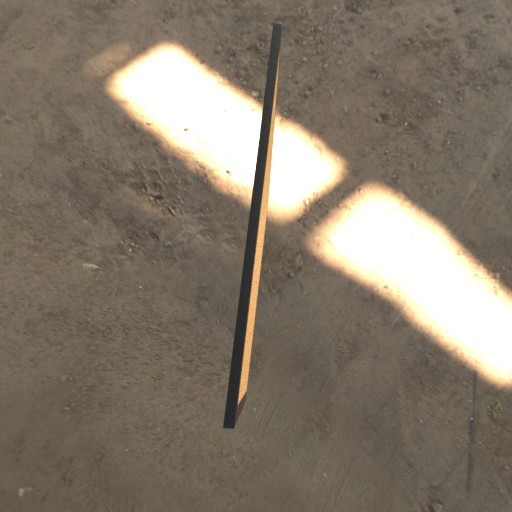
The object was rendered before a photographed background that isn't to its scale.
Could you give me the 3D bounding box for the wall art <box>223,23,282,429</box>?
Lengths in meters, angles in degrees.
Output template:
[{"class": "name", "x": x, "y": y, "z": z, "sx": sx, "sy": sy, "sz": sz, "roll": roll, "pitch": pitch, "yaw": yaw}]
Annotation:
[{"class": "wall art", "x": 0.000, "y": 0.000, "z": 0.998, "sx": 0.016, "sy": 0.659, "sz": 0.663, "roll": 6, "pitch": 75, "yaw": 2}]
